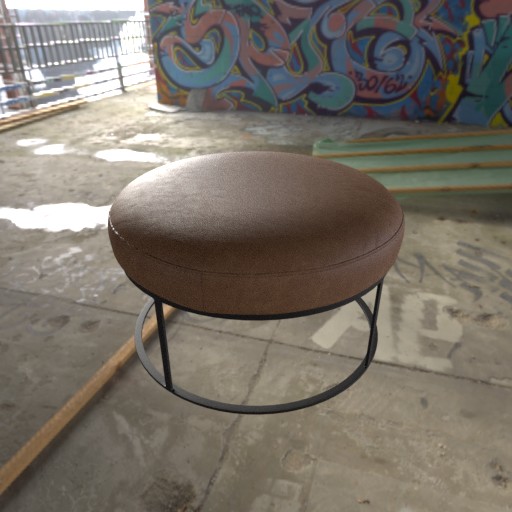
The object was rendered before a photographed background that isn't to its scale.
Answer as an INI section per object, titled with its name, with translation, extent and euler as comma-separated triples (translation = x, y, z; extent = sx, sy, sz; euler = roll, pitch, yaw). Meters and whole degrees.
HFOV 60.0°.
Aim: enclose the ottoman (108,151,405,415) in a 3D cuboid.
[ottoman]
translation = 0.000, 0.000, 1.268
extent = 0.771, 0.460, 0.771
euler = 0, 29, 0
